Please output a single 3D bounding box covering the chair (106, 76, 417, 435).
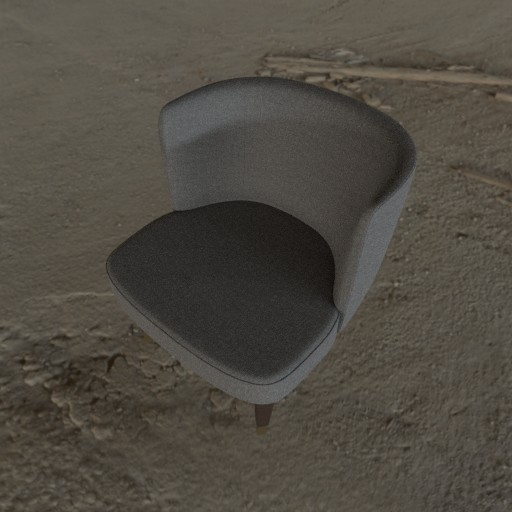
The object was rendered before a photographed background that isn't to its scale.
[{"bbox_3d":[0.000,0.000,1.240,0.639,0.695,0.698,31,54,26],"label":"chair"}]
